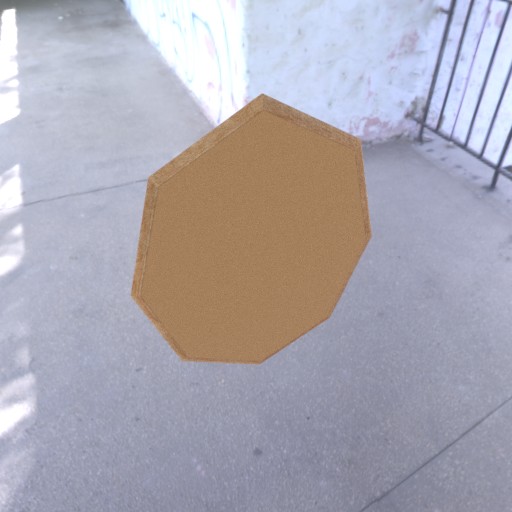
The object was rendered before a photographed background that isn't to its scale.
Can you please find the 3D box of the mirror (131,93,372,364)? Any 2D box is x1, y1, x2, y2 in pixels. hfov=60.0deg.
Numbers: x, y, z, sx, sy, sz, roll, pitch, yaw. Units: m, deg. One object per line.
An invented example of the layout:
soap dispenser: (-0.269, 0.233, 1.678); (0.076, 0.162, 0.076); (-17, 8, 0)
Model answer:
mirror: (0.000, 0.000, 1.019); (0.577, 0.774, 0.070); (-14, 43, -15)
